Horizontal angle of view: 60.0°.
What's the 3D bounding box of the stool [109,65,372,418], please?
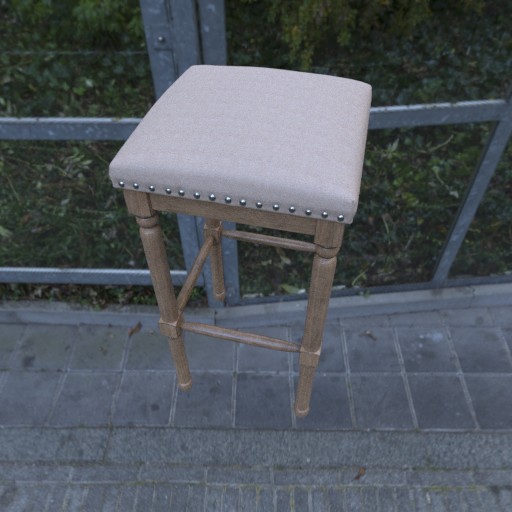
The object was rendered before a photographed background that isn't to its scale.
[{"bbox_3d":[0.000,0.000,1.009,0.382,0.768,0.383,10,46,9],"label":"stool"}]
